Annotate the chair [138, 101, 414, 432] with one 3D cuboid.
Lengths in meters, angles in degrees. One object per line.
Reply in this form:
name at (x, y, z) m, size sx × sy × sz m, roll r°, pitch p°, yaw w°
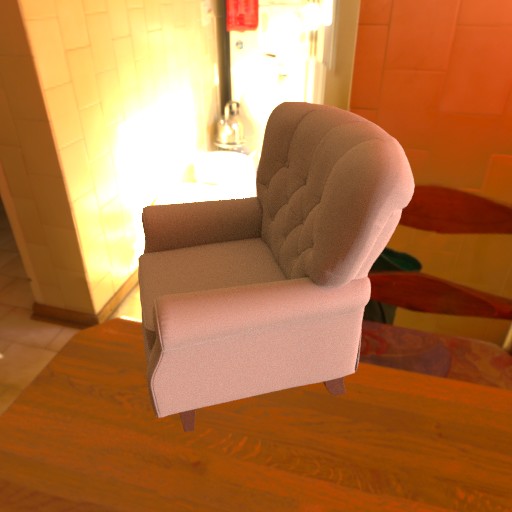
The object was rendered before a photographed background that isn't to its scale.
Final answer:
chair at (0.000, 0.000, 2.074) m, size 1.128 × 1.217 × 1.090 m, roll -8°, pitch 33°, yaw -13°
